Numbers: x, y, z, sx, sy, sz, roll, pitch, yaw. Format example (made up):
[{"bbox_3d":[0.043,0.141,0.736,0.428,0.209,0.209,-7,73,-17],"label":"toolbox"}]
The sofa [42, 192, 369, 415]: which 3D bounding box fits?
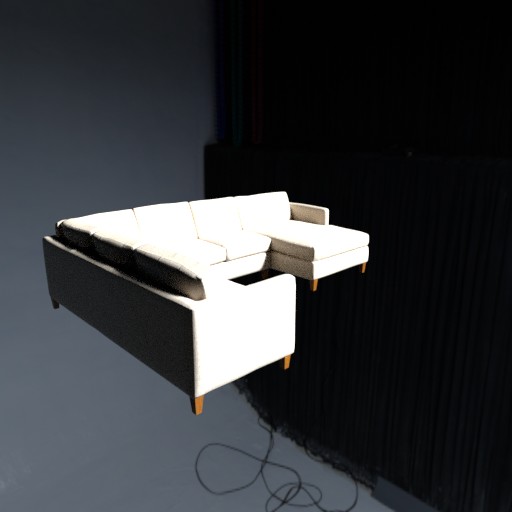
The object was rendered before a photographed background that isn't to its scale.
[{"bbox_3d":[0.000,0.000,4.681,3.460,0.961,2.594,-14,21,-42],"label":"sofa"}]
